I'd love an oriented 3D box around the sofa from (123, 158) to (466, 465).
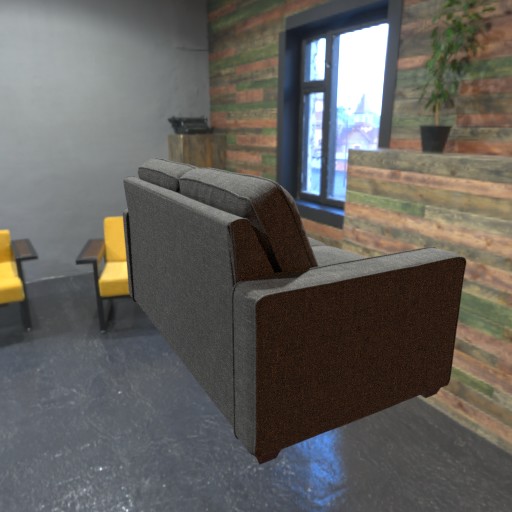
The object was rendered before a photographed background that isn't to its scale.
[{"bbox_3d":[0.000,0.000,2.216,0.947,0.918,1.709,-9,18,-27],"label":"sofa"}]
